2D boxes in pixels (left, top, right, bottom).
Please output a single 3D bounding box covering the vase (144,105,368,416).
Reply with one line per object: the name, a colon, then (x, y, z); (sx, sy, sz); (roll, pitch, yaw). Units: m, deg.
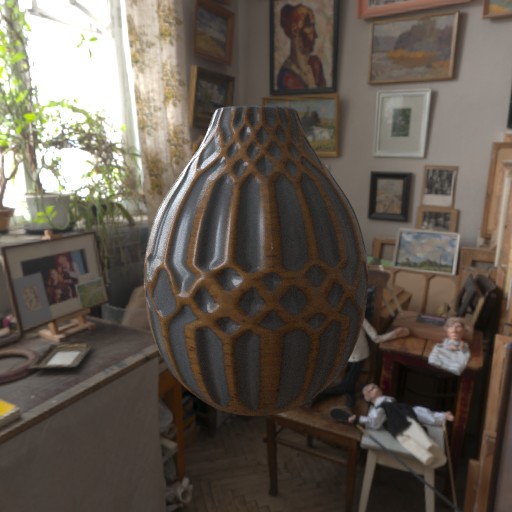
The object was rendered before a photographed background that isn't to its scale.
vase: (0.000, 0.000, 0.139); (0.069, 0.088, 0.069); (0, 13, 0)
